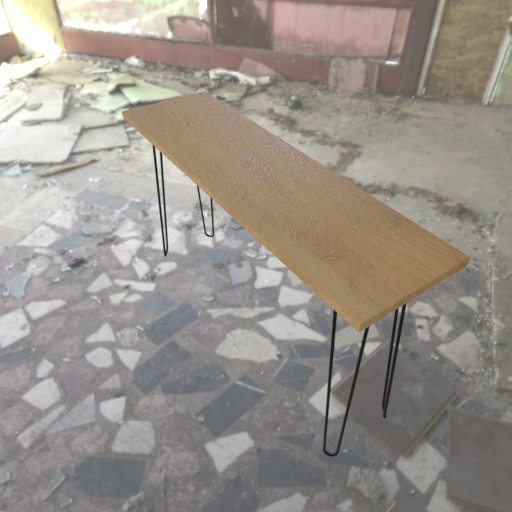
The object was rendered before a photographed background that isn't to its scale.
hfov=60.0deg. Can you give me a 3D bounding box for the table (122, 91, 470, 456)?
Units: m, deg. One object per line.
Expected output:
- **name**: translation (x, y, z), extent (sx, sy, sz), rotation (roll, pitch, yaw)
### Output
- **table**: translation (0.000, 0.000, 1.769), extent (0.399, 0.799, 1.400), rotation (-25, 47, -25)
